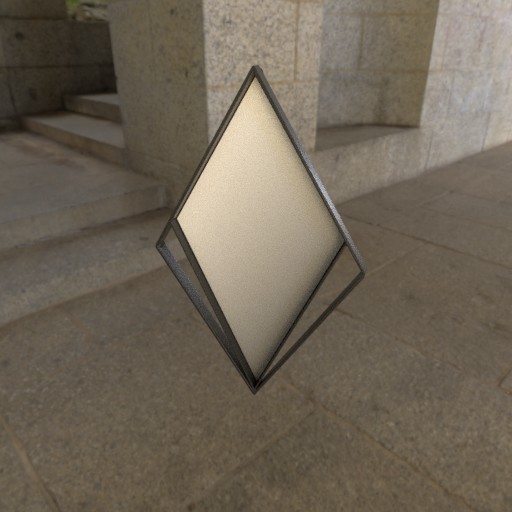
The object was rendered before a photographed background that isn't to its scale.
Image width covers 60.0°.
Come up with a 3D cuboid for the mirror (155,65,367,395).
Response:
[{"bbox_3d":[0.000,0.000,0.858,0.419,0.679,0.032,8,27,15],"label":"mirror"}]
